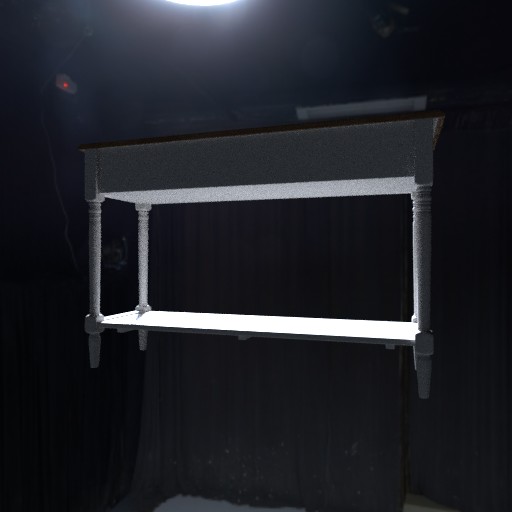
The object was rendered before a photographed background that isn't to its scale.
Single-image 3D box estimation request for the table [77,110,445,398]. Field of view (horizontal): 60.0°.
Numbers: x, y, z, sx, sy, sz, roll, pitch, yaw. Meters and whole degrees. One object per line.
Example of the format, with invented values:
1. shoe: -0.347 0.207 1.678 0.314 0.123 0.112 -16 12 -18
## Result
1. table: 0.000 0.000 1.591 1.219 0.800 0.399 0 0 18
